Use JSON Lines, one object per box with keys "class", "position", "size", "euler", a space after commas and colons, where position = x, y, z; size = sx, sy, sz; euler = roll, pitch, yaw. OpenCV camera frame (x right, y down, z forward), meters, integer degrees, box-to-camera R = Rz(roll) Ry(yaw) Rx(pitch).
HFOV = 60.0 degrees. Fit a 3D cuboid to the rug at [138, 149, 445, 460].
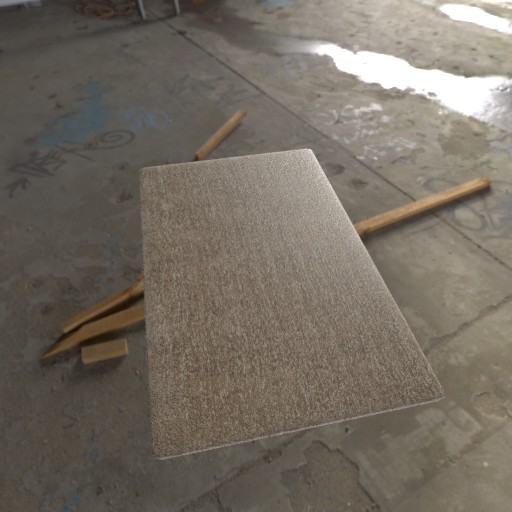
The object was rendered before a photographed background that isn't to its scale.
{"class": "rug", "position": [0.000, 0.000, 3.063], "size": [1.539, 0.024, 2.469], "euler": [-9, 46, -8]}
